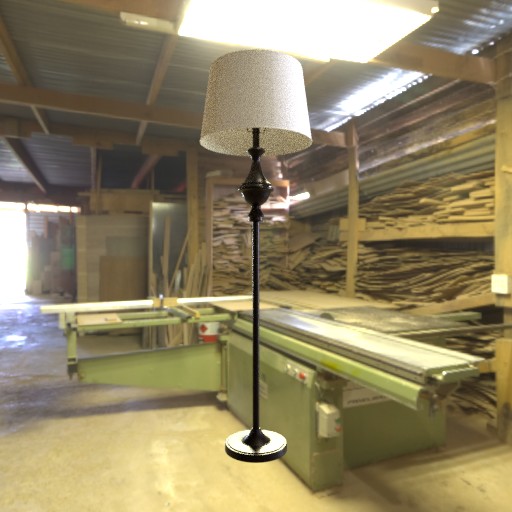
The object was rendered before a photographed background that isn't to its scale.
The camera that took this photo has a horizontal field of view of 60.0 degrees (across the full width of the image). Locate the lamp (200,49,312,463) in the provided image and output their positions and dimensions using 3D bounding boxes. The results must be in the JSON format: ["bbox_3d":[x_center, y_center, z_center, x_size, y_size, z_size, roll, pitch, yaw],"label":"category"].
[{"bbox_3d":[0.000,0.000,1.709,0.431,1.484,0.431,0,0,0],"label":"lamp"}]
